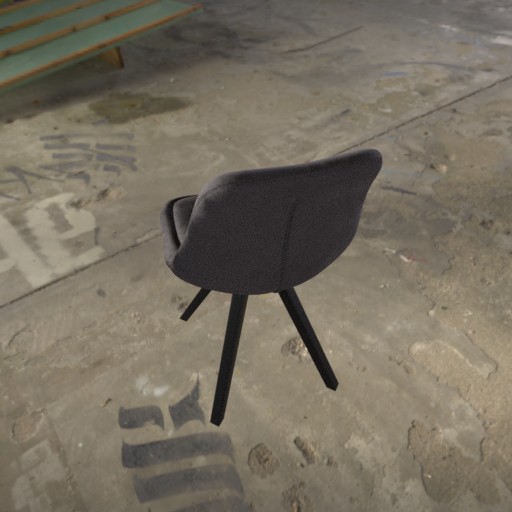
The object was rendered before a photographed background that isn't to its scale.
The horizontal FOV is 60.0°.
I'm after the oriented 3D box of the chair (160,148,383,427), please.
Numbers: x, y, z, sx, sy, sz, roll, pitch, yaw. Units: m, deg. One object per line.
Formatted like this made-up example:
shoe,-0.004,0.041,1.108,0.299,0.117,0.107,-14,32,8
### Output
chair,0.000,0.000,1.189,0.476,0.850,0.550,-12,44,-13
